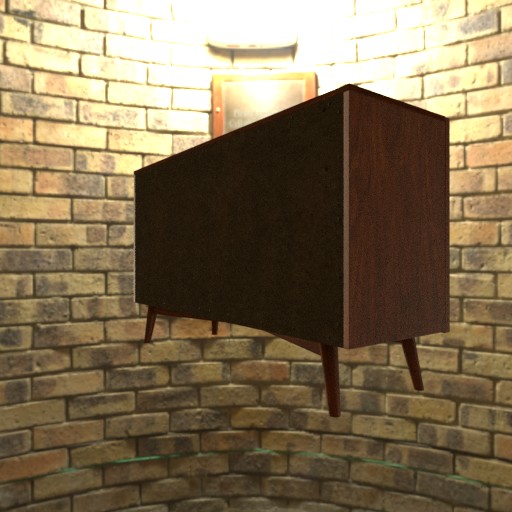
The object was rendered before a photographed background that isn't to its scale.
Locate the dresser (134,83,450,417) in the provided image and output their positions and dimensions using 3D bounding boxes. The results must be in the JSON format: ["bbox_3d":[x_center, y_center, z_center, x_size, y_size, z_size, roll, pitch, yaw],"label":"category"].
[{"bbox_3d":[0.000,0.000,1.881,0.500,0.889,1.472,0,0,-37],"label":"dresser"}]
